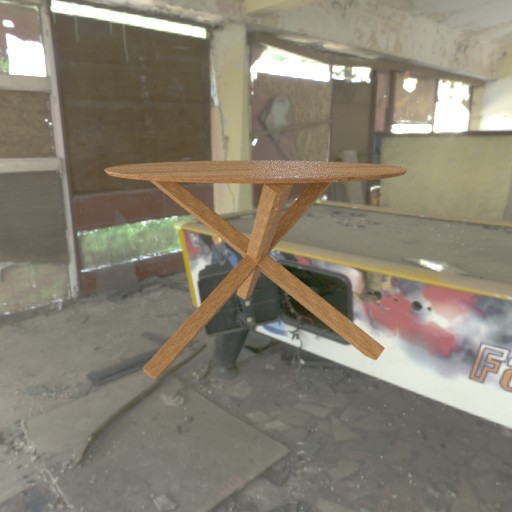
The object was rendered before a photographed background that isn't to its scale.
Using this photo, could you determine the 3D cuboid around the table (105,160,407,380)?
[{"bbox_3d":[0.000,0.000,1.683,1.038,0.666,1.038,0,15,0],"label":"table"}]
